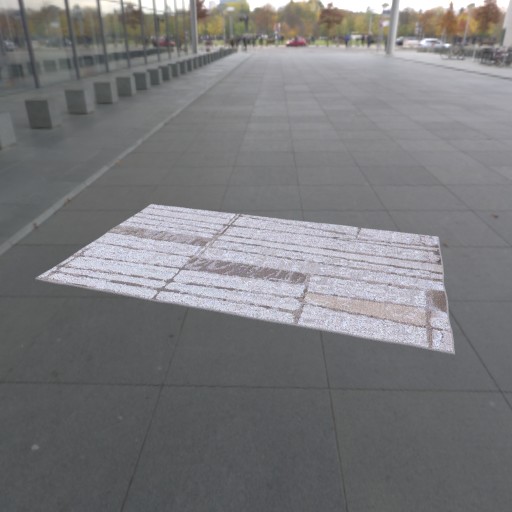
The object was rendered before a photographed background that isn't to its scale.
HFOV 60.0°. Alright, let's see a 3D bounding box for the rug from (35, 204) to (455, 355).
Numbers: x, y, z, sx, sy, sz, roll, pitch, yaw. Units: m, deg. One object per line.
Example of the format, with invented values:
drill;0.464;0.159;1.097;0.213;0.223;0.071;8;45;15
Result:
rug;0.000;0.000;1.083;0.867;0.007;0.515;8;27;16
